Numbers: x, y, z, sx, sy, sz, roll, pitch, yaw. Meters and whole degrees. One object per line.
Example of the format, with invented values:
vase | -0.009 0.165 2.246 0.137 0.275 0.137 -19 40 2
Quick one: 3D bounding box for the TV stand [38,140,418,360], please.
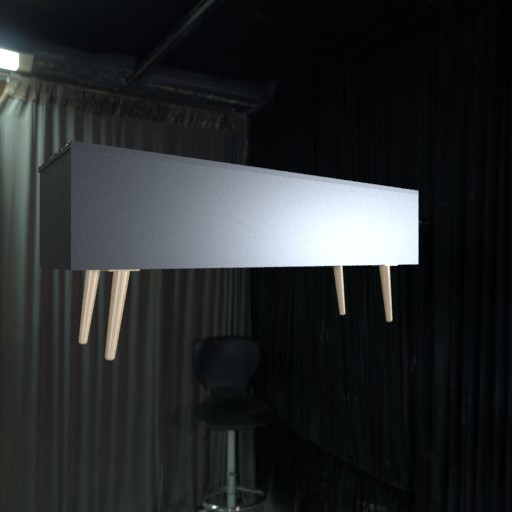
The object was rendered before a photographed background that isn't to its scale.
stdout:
TV stand | 0.000 0.000 1.535 1.312 0.518 0.390 0 0 -36
